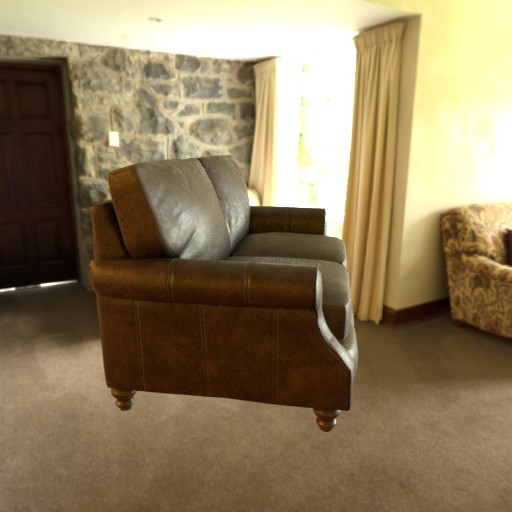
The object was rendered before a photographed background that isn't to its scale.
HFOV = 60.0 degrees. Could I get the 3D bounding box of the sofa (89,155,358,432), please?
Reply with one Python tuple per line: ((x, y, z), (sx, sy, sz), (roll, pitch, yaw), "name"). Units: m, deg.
((0.000, 0.000, 2.247), (0.990, 0.976, 1.616), (2, 14, 9), "sofa")
